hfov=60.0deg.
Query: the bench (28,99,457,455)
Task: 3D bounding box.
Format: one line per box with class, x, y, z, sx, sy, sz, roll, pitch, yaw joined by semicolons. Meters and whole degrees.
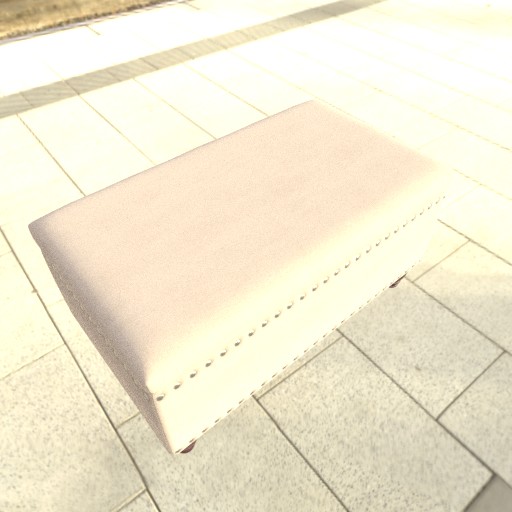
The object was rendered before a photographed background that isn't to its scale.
bench;0.000;0.000;1.165;0.887;0.449;0.500;-31;54;-27
